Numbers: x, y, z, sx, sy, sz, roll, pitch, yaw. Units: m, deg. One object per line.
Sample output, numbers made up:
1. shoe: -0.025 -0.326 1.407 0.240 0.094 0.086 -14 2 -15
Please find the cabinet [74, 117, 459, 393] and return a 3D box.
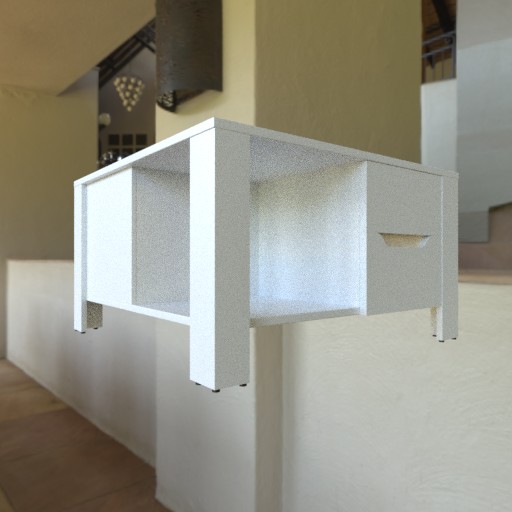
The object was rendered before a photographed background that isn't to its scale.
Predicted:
1. cabinet: 0.000 0.000 1.295 0.800 0.460 0.800 0 0 -38
